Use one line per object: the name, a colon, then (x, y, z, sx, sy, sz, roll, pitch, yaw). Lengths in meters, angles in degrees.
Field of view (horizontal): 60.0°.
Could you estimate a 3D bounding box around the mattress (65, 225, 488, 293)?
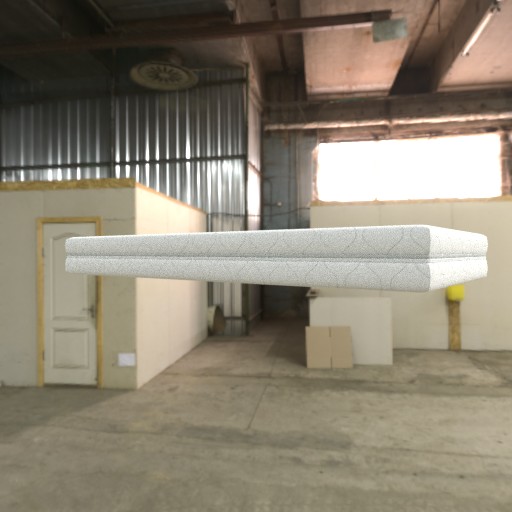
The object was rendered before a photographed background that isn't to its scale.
mattress: (0.000, 0.000, 2.175, 1.900, 0.200, 0.900, 0, 1, 37)
